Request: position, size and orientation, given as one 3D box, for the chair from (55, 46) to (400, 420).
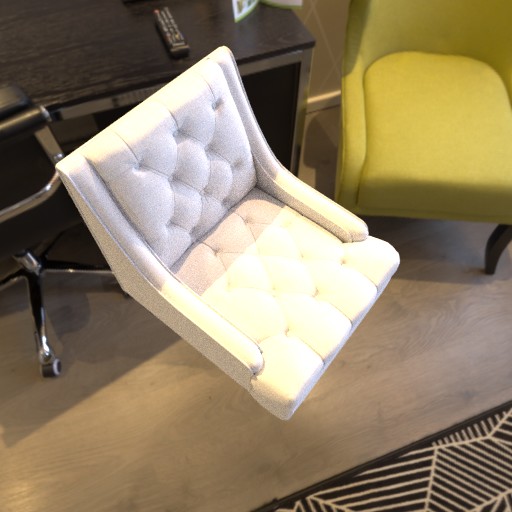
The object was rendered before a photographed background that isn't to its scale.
[{"bbox_3d":[0.000,0.000,1.455,0.772,0.891,0.658,34,64,19],"label":"chair"}]
